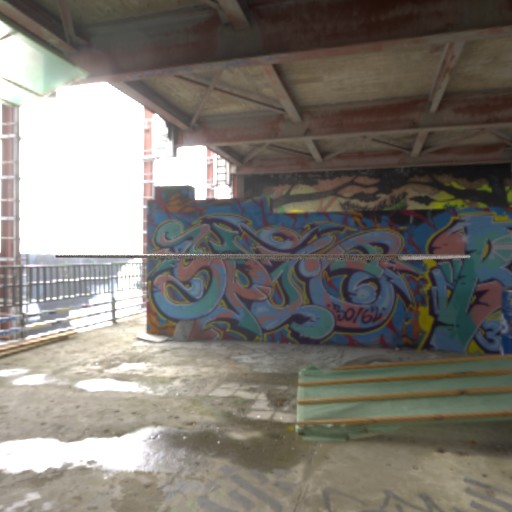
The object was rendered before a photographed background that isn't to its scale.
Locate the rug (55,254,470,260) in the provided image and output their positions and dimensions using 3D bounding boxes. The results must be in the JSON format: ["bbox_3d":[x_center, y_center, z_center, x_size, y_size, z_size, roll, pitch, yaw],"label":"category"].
[{"bbox_3d":[0.000,0.000,3.068,2.469,0.024,1.539,0,0,35],"label":"rug"}]
